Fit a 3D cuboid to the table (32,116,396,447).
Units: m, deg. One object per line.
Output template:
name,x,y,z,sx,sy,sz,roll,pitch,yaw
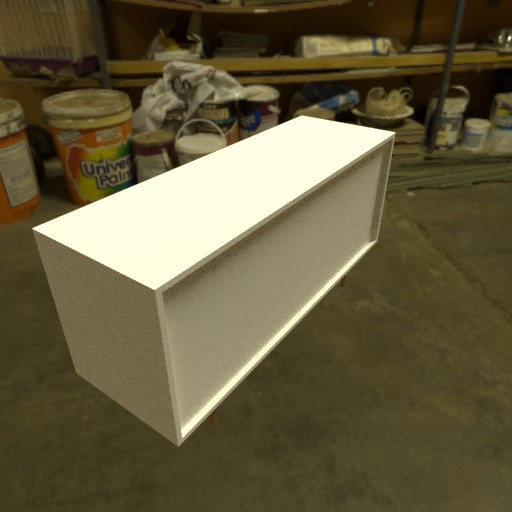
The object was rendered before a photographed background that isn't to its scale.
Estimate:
table,0.000,0.000,1.864,0.508,0.769,1.500,21,38,30
